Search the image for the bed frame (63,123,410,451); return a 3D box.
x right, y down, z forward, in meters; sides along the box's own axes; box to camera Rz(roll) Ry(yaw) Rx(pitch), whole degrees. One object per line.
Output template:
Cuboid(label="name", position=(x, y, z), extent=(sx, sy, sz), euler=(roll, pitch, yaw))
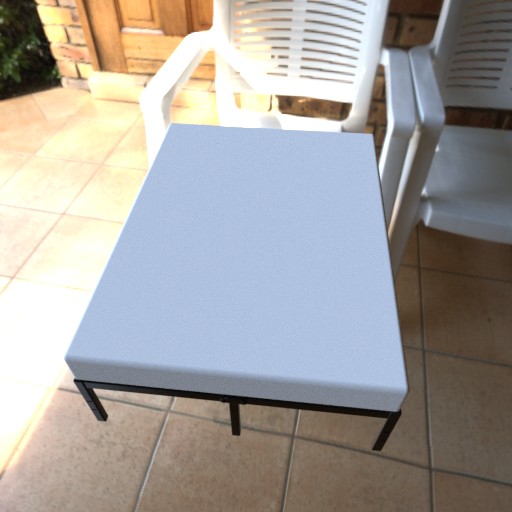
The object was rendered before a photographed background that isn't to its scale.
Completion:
Cuboid(label="bed frame", position=(0.000, 0.000, 2.854), extent=(1.557, 0.659, 2.072), euler=(4, 47, 4))
